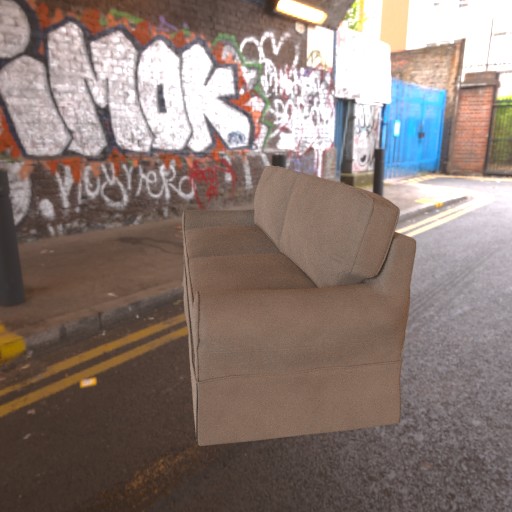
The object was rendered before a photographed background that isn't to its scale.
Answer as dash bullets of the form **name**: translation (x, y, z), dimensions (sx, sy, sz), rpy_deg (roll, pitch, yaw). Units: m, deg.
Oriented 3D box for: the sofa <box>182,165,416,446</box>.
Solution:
- **sofa**: translation (0.000, 0.000, 2.716), dimensions (0.900, 1.014, 2.246), rpy_deg (-3, 15, -10)
